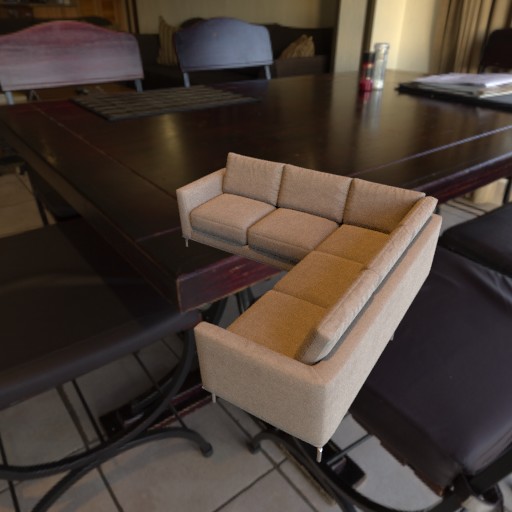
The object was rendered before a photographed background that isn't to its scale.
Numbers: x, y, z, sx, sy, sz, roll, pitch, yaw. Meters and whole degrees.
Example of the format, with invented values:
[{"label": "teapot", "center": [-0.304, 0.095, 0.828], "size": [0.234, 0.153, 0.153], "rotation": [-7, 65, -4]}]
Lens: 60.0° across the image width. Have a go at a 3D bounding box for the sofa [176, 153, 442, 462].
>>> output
[{"label": "sofa", "center": [0.000, 0.000, 3.737], "size": [2.438, 0.864, 2.438], "rotation": [18, 35, 28]}]
